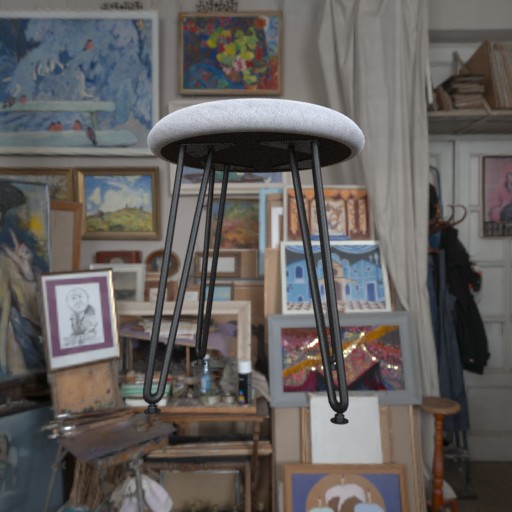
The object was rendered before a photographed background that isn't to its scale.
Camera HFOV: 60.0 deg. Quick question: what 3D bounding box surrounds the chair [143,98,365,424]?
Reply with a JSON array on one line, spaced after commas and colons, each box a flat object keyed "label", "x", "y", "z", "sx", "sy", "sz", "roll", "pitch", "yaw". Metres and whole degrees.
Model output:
[{"label": "chair", "x": 0.000, "y": 0.000, "z": 0.650, "sx": 0.350, "sy": 0.386, "sz": 0.350, "roll": -1, "pitch": 1, "yaw": -37}]
